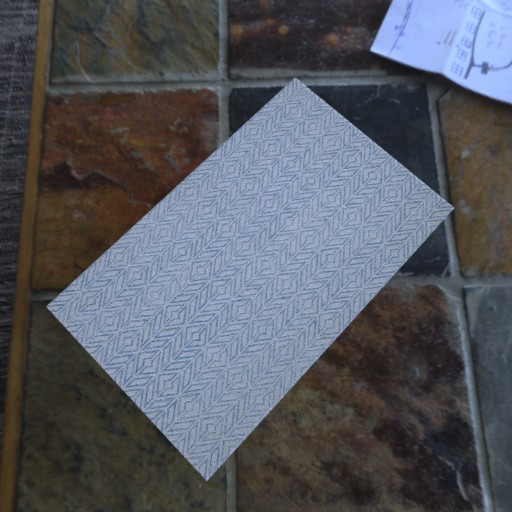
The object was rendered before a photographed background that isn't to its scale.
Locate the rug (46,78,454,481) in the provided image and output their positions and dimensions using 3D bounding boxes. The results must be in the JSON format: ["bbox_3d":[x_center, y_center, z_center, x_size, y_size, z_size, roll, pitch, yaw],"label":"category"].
[{"bbox_3d":[0.000,0.000,3.035,1.526,0.008,2.441,43,79,10],"label":"rug"}]
